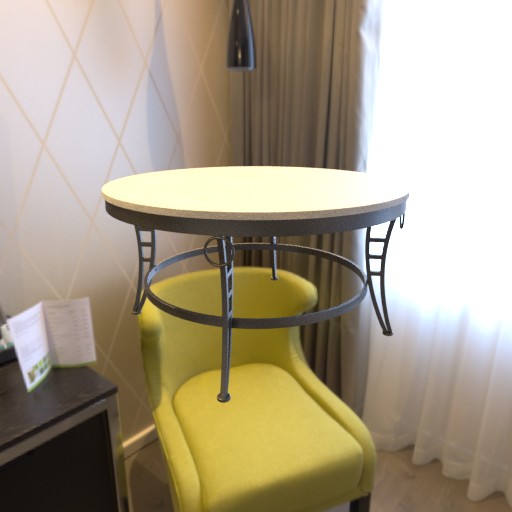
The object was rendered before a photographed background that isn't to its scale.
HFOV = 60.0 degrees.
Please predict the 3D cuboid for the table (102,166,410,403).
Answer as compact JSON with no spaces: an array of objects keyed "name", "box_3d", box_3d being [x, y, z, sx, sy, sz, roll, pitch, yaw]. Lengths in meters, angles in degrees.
[{"name":"table","box_3d":[0.000,0.000,1.414,0.889,0.470,0.889,0,17,0]}]
